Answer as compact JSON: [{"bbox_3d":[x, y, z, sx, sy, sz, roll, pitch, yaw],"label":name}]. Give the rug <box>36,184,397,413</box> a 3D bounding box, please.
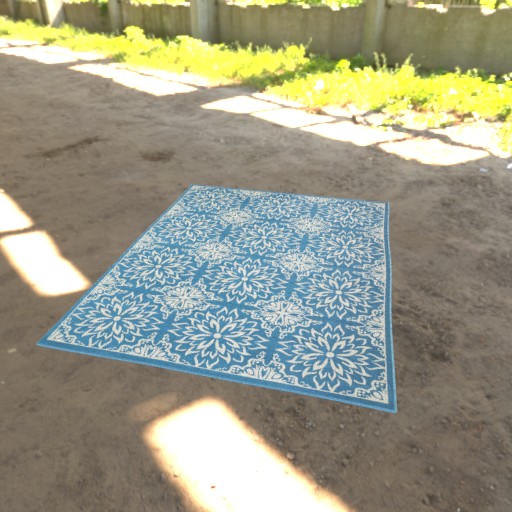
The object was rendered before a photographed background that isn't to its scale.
[{"bbox_3d":[0.000,0.000,3.963,2.350,0.018,2.964,7,32,12],"label":"rug"}]
